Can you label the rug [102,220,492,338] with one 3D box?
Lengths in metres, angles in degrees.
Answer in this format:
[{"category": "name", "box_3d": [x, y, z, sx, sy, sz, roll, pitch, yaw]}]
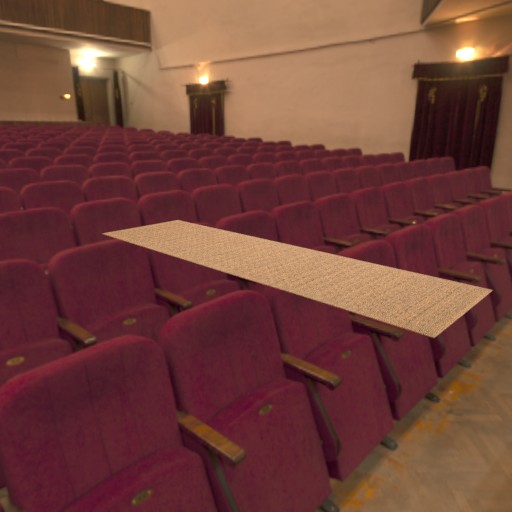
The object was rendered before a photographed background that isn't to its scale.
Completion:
[{"category": "rug", "box_3d": [0.000, 0.000, 2.661, 2.437, 0.005, 0.688, 15, 21, 41]}]
